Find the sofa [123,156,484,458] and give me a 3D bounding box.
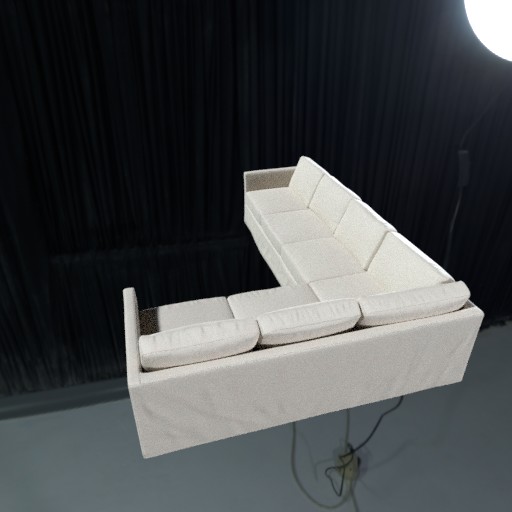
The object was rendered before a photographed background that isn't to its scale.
[{"bbox_3d":[0.000,0.000,4.219,2.432,0.871,3.182,-8,32,-14],"label":"sofa"}]
